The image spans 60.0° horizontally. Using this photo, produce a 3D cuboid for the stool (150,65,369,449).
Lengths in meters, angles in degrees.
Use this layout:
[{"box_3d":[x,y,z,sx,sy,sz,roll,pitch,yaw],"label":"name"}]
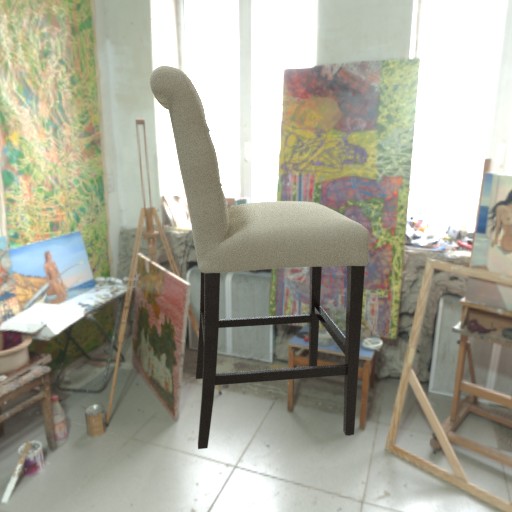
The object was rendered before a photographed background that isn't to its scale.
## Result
[{"box_3d":[0.000,0.000,1.486,0.610,1.118,0.482,-2,15,-8],"label":"stool"}]
